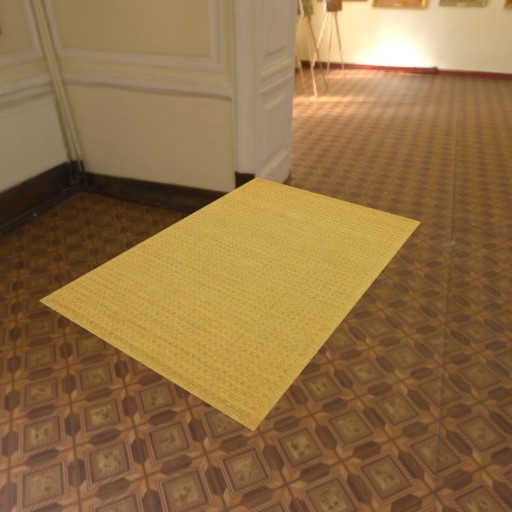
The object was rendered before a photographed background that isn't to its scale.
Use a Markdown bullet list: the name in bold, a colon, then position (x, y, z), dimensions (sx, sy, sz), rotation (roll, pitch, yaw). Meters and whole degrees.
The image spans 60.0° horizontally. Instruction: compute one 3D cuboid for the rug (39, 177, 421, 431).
- **rug**: position (0.000, 0.000, 3.881), dimensions (1.981, 0.006, 2.895), rotation (21, 38, 29)
